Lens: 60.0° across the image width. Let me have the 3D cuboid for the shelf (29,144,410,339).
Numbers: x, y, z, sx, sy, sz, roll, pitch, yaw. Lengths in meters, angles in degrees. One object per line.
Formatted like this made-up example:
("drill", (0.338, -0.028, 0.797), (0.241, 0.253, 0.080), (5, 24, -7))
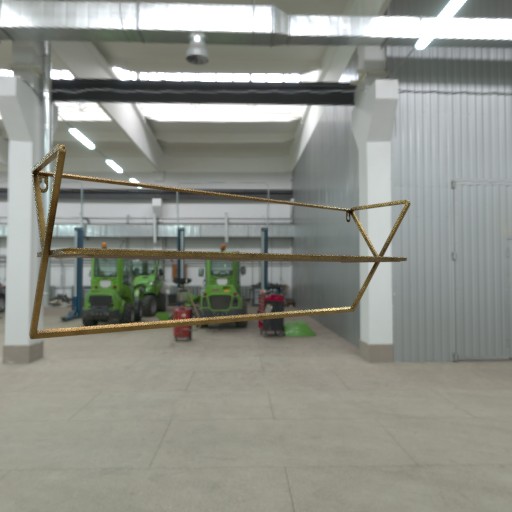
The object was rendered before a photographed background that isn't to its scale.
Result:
("shelf", (0.000, 0.000, 0.728), (0.645, 0.229, 0.150), (1, -2, -37))
